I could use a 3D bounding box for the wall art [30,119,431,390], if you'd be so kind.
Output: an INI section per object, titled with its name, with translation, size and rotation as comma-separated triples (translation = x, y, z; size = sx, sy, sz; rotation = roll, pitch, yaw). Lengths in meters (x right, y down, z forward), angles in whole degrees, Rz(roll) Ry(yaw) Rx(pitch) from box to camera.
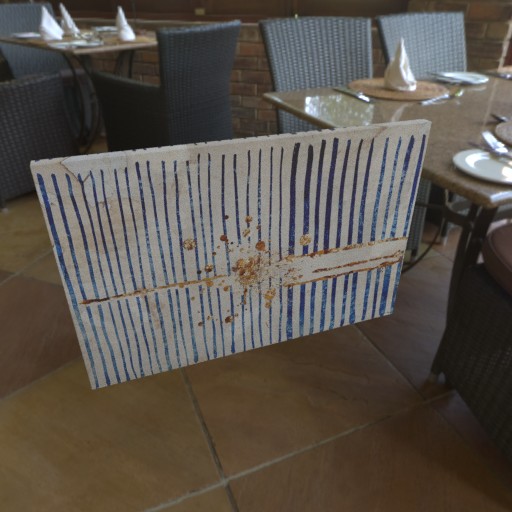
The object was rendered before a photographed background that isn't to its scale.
[wall art]
translation = 0.000, 0.000, 1.418
size = 1.143, 0.757, 0.038
rotation = -11, 33, -17
